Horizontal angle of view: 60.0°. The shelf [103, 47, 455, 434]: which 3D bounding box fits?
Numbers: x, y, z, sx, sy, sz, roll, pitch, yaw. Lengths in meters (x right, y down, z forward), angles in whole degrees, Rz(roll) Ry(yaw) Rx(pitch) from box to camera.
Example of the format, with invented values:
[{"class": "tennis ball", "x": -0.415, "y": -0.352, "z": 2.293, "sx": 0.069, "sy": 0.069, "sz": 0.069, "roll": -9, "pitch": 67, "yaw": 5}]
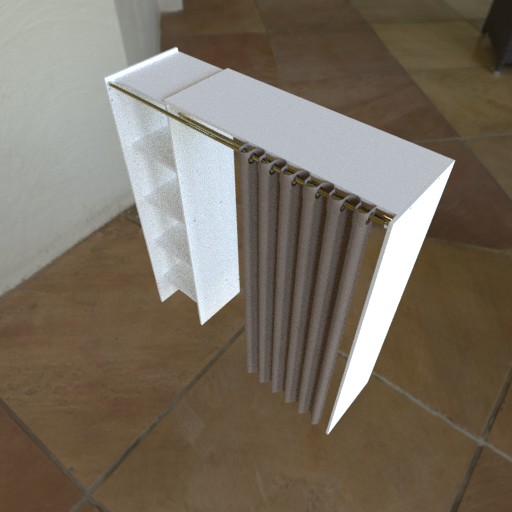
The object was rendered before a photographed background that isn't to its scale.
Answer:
[{"class": "shelf", "x": 0.000, "y": 0.000, "z": 2.602, "sx": 1.600, "sy": 1.820, "sz": 0.500, "roll": 33, "pitch": 55, "yaw": 26}]
